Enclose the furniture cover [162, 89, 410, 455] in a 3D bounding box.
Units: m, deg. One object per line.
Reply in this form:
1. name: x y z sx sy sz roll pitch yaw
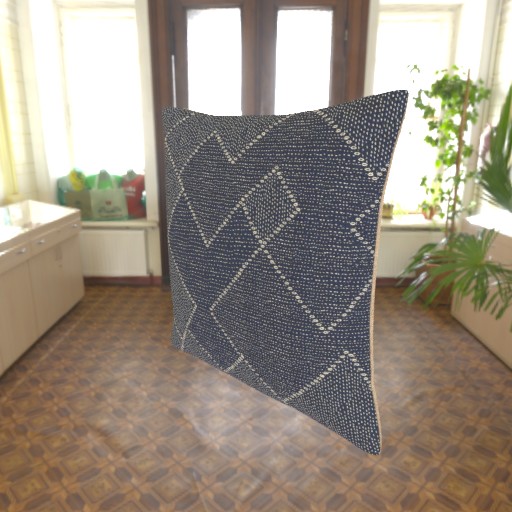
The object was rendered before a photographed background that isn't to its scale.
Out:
1. furniture cover: 0.000 0.000 0.752 0.511 0.503 0.162 14 20 43
